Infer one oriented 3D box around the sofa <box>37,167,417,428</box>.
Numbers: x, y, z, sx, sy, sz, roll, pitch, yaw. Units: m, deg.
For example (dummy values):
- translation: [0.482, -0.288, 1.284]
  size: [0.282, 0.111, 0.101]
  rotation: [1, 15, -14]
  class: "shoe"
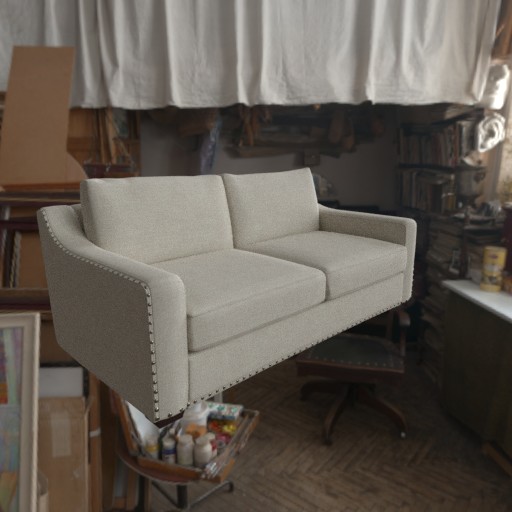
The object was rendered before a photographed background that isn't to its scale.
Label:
- translation: [0.000, 0.000, 2.697]
  size: [2.107, 0.983, 1.104]
  rotation: [-13, 19, -43]
  class: "sofa"
